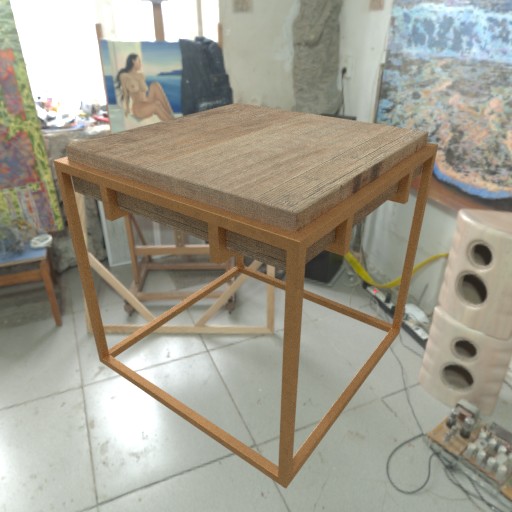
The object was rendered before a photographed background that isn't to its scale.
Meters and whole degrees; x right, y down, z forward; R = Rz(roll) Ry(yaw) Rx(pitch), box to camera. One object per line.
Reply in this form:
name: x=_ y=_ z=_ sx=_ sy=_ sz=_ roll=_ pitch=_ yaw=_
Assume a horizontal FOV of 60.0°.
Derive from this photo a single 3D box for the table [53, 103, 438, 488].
table: x=0.000 y=0.000 z=1.098 sx=0.599 sy=0.584 sz=0.599 roll=20 pitch=36 yaw=31
